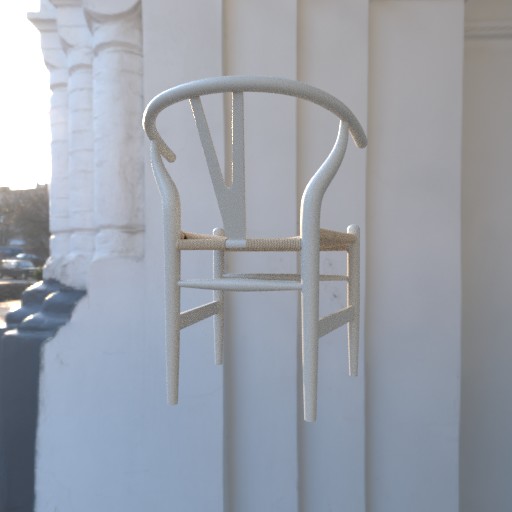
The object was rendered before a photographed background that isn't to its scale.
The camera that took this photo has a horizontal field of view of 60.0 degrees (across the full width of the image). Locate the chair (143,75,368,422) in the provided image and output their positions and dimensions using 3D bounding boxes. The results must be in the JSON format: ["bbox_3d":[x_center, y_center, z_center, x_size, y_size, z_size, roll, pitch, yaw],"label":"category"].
[{"bbox_3d":[0.000,0.000,1.169,0.569,0.730,0.579,0,0,19],"label":"chair"}]
